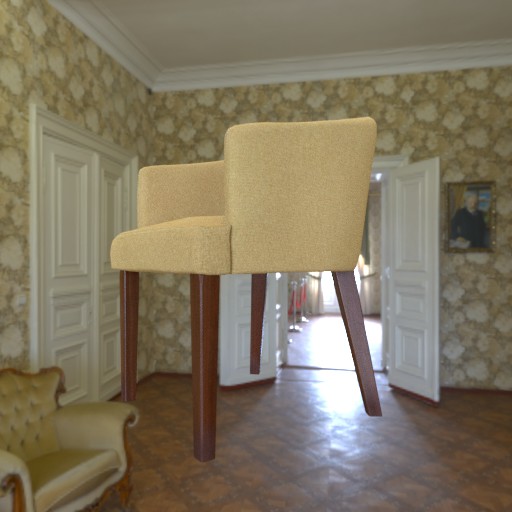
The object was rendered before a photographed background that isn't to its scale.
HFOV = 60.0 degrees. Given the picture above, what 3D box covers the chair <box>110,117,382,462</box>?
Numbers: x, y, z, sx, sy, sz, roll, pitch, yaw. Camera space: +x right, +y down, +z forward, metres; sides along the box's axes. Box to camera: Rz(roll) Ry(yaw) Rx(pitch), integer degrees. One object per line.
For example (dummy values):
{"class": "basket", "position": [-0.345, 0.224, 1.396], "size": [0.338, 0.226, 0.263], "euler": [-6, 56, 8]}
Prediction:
{"class": "chair", "position": [0.000, 0.000, 1.229], "size": [0.655, 0.811, 0.583], "euler": [1, -1, -35]}
